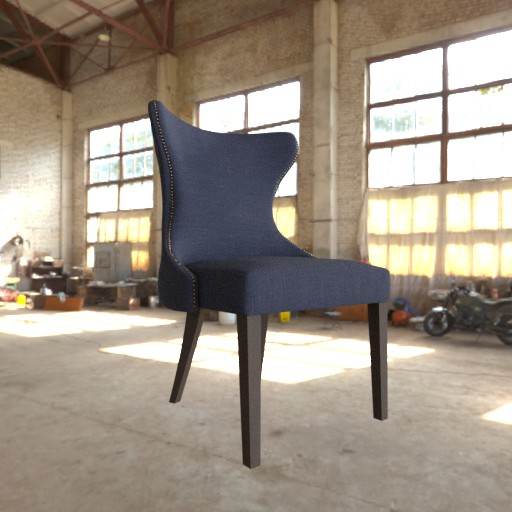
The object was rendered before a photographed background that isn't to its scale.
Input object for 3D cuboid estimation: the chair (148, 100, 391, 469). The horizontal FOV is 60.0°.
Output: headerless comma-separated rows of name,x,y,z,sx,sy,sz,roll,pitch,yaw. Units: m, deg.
chair,0.000,0.000,1.401,0.628,0.967,0.635,0,0,-38
